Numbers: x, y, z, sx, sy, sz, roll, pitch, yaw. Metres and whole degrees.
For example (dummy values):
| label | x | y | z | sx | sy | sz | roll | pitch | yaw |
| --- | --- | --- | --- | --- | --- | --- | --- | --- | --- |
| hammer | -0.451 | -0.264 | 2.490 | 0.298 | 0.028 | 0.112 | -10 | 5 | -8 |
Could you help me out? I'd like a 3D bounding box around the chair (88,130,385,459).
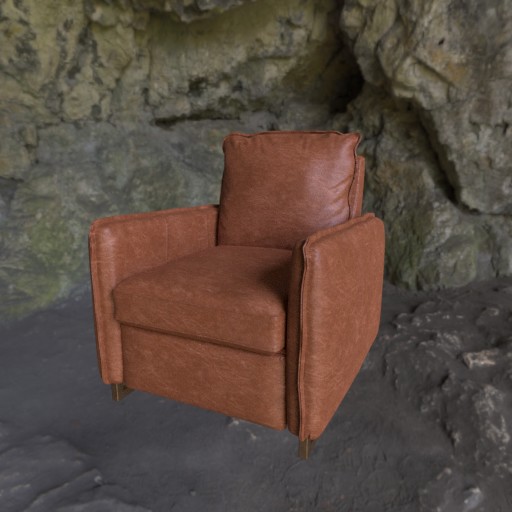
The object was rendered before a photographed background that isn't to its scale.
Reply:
| label | x | y | z | sx | sy | sz | roll | pitch | yaw |
| --- | --- | --- | --- | --- | --- | --- | --- | --- | --- |
| chair | 0.000 | 0.000 | 1.635 | 0.830 | 0.922 | 0.922 | 6 | 14 | 25 |
